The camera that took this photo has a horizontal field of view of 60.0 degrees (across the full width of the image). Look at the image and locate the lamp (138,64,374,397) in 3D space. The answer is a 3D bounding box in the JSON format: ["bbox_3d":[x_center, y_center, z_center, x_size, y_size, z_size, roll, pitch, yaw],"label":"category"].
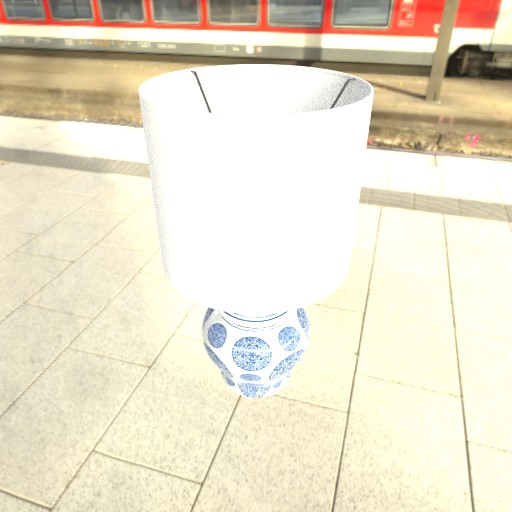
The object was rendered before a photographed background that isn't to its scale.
[{"bbox_3d":[0.000,0.000,0.517,0.215,0.381,0.215,8,34,13],"label":"lamp"}]
